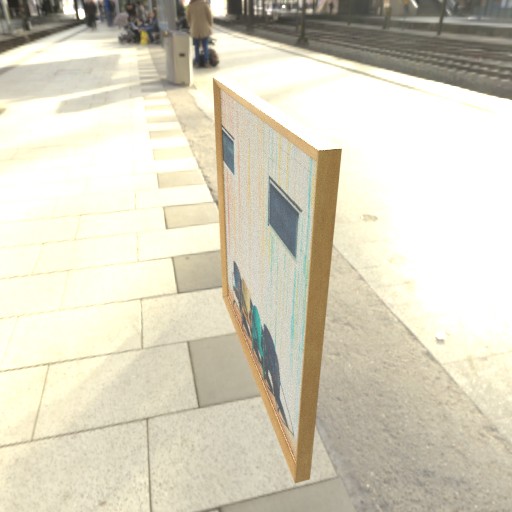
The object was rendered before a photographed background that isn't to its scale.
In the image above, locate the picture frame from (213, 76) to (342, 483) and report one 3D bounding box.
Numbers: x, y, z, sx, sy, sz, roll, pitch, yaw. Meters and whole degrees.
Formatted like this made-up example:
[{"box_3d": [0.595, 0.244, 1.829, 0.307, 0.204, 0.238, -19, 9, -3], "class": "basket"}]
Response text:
[{"box_3d": [0.000, 0.000, 1.132, 0.037, 0.761, 0.758, -8, 31, -14], "class": "picture frame"}]
